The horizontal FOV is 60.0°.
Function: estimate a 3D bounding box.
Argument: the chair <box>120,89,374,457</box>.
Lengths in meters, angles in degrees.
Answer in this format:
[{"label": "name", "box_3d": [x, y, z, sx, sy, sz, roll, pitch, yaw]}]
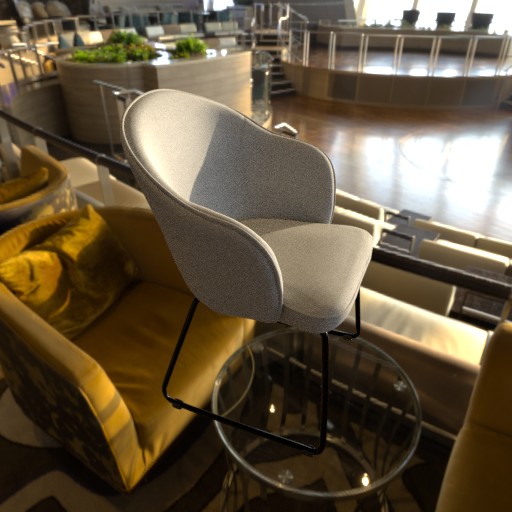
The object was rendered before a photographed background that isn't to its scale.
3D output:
[{"label": "chair", "box_3d": [0.000, 0.000, 1.213, 0.592, 0.817, 0.570, 11, 33, 18]}]
